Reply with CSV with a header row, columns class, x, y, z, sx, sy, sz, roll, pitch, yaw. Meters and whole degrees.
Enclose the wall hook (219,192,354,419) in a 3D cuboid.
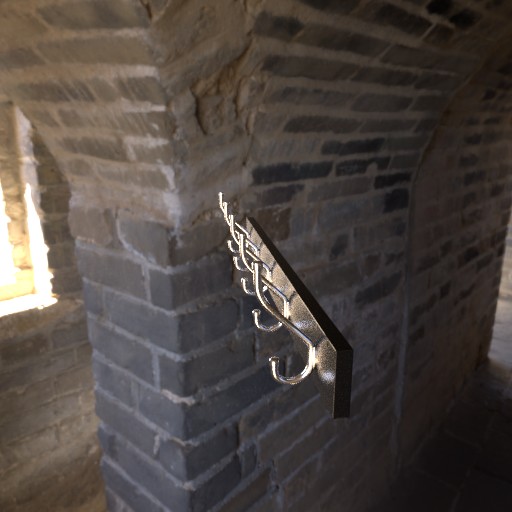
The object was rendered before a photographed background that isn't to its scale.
class,x,y,z,sx,sy,sz,roll,pitch,yaw
wall hook,0.000,0.000,0.606,0.071,0.117,0.571,-2,15,-8
